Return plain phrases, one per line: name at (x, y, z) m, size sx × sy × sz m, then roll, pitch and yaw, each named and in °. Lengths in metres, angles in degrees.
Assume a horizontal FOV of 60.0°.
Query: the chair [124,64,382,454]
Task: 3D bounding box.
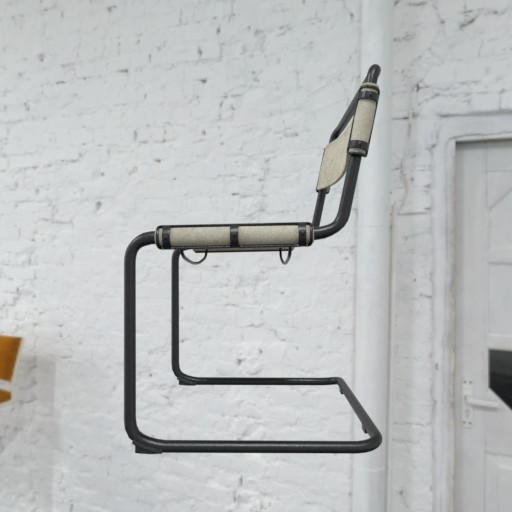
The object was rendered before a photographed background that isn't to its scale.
chair at (0.000, 0.000, 1.065) m, size 0.497 × 0.747 × 0.499 m, roll 0°, pitch 0°, yaw 1°
